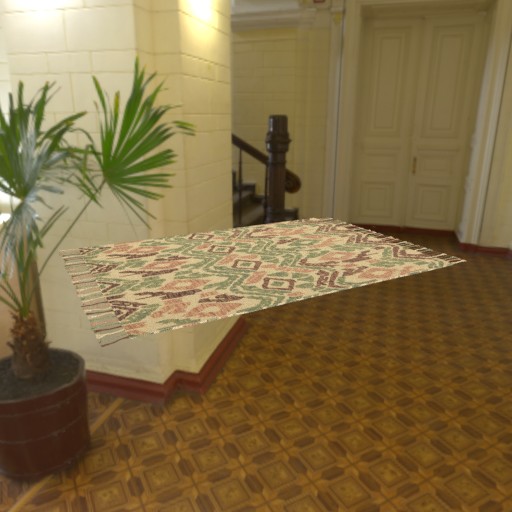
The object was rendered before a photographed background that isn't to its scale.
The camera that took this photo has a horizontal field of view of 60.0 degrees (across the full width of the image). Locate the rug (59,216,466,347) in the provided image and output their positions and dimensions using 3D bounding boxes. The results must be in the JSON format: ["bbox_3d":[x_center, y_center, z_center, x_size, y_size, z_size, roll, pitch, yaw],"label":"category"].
[{"bbox_3d":[0.000,0.000,2.354,1.829,0.010,1.219,-9,20,-27],"label":"rug"}]
